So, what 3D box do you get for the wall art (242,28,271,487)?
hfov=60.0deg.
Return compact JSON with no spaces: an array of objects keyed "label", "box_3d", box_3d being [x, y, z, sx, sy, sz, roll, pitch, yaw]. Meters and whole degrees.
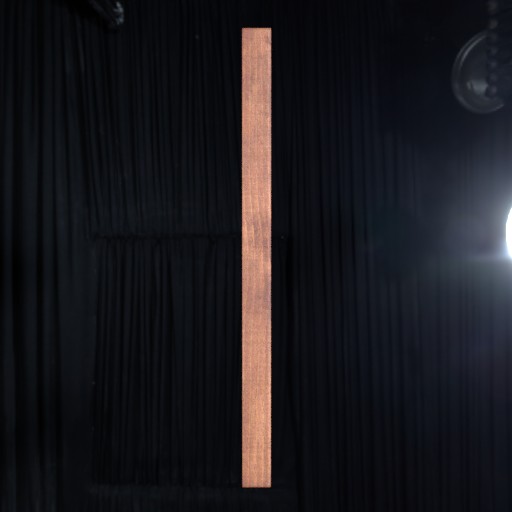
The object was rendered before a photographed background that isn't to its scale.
[{"label":"wall art","box_3d":[0.000,0.000,0.829,0.037,0.572,0.554,0,1,0]}]
